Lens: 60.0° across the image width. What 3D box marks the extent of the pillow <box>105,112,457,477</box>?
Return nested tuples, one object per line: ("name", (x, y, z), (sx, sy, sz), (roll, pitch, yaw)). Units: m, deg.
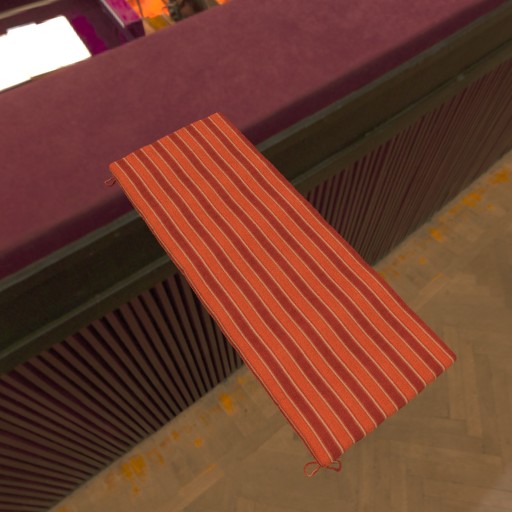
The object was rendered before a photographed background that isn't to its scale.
("pillow", (0.000, 0.000, 1.342), (0.492, 0.081, 1.187), (-31, 64, -17))
